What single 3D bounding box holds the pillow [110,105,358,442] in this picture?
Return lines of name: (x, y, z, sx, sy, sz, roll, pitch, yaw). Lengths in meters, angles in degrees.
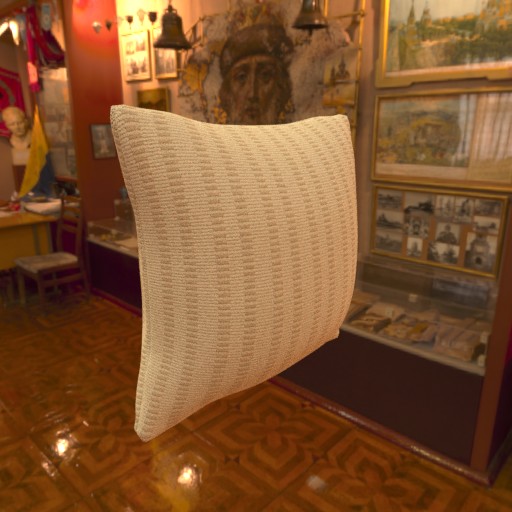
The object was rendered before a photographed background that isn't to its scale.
pillow: (0.000, 0.000, 0.669, 0.438, 0.419, 0.247, -15, 22, -43)
